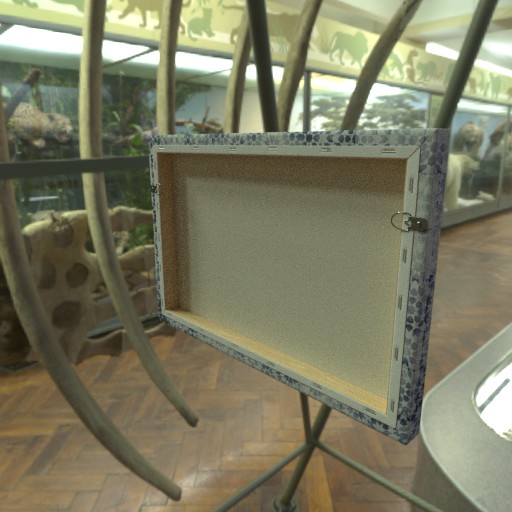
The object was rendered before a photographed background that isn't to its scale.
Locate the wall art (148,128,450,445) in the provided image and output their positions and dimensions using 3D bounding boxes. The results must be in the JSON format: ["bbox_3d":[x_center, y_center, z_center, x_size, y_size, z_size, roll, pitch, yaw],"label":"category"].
[{"bbox_3d":[0.000,0.000,1.138,0.057,0.608,0.911,-13,19,-42],"label":"wall art"}]
